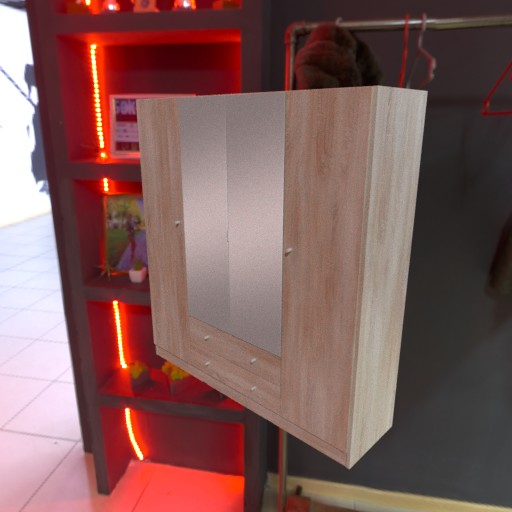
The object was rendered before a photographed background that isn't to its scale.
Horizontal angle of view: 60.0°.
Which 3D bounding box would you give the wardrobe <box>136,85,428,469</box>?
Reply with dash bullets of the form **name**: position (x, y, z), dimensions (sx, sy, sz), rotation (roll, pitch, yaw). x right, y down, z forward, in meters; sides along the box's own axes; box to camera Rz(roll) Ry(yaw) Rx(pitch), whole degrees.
- **wardrobe**: position (0.000, 0.000, 3.170), dimensions (1.998, 2.159, 0.598), rotation (15, 23, 41)
